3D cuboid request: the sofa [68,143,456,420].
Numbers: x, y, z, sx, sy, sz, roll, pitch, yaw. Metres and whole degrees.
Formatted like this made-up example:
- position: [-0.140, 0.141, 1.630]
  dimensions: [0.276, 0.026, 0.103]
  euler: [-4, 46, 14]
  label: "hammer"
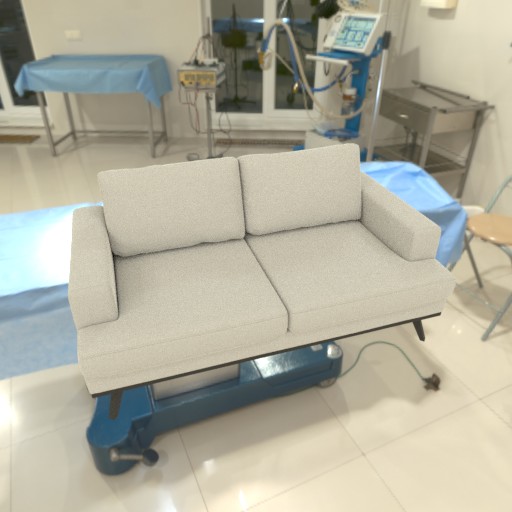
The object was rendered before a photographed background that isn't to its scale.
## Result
- position: [0.000, 0.000, 2.154]
  dimensions: [1.650, 0.810, 0.920]
  euler: [-10, 34, -15]
  label: "sofa"
